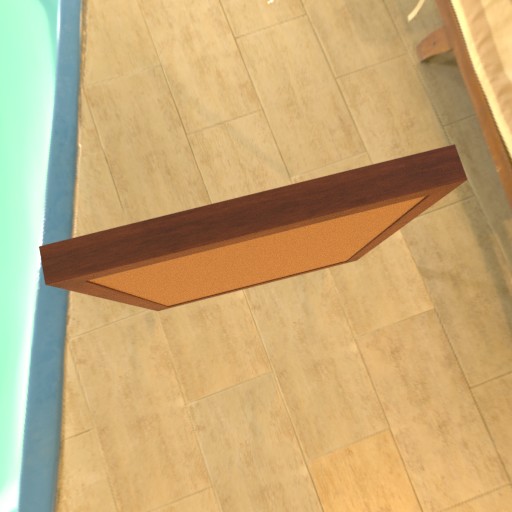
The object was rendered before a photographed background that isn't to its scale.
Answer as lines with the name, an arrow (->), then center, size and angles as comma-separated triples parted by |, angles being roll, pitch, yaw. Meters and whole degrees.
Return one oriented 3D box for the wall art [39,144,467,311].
wall art -> 0.000, 0.000, 0.526 | 0.330, 0.381, 0.030 | -14, 80, -2
